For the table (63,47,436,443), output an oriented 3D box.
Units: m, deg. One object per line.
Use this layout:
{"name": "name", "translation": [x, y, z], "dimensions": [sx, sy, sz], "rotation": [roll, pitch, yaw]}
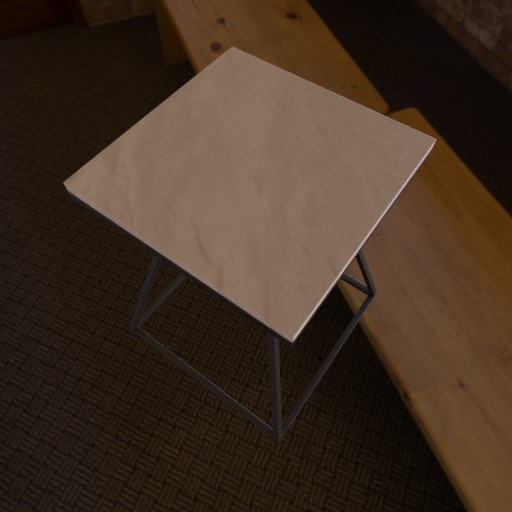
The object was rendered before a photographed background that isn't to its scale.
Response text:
{"name": "table", "translation": [0.000, 0.000, 0.909], "dimensions": [0.455, 0.559, 0.455], "rotation": [32, 64, 18]}
